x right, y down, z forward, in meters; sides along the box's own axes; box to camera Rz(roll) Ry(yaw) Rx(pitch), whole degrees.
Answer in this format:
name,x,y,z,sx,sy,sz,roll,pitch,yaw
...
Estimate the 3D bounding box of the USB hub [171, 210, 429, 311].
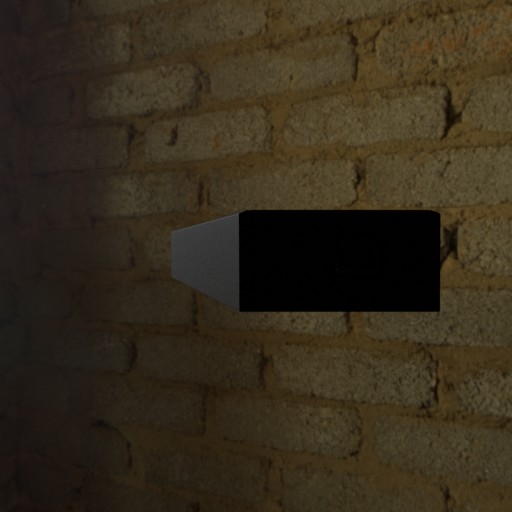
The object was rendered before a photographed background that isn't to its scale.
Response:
name,x,y,z,sx,sy,sz,roll,pitch,yaw
USB hub,0.000,0.000,0.161,0.044,0.023,0.145,0,1,-18
